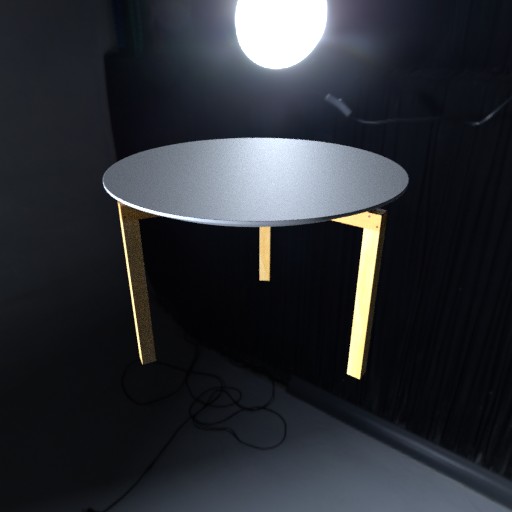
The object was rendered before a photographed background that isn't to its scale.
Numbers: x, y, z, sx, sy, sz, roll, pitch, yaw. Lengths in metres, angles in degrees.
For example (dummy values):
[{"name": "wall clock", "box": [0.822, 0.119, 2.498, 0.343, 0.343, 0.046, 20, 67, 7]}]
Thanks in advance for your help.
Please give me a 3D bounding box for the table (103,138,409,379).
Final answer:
[{"name": "table", "box": [0.000, 0.000, 0.998, 0.600, 0.405, 0.600, 0, 26, 0]}]
